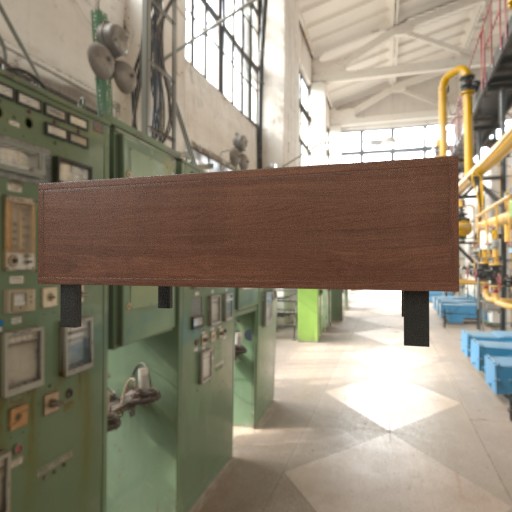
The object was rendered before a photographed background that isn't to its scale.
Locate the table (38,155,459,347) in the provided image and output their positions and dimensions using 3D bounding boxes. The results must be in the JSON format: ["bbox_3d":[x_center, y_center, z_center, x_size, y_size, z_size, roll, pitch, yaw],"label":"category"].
[{"bbox_3d":[0.000,0.000,1.303,1.020,0.380,0.600,0,-1,18],"label":"table"}]
